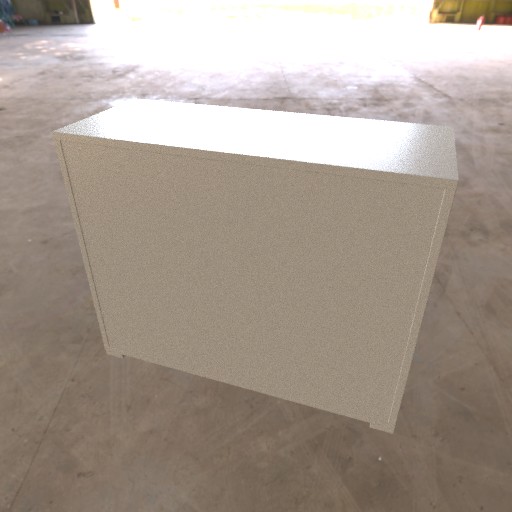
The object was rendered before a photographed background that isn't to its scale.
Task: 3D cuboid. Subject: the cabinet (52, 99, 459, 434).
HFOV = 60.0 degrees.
[{"bbox_3d":[0.000,0.000,1.398,1.000,0.800,0.400,11,34,16],"label":"cabinet"}]
